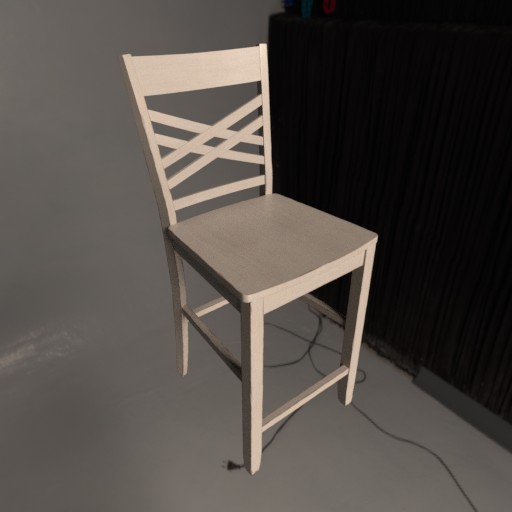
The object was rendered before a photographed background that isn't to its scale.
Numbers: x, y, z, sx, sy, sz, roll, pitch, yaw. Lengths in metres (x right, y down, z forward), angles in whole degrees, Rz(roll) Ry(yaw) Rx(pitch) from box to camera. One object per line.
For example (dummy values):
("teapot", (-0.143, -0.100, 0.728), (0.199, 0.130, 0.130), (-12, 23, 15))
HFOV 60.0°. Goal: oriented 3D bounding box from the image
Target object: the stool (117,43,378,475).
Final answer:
("stool", (0.000, 0.000, 1.307), (0.462, 1.079, 0.539), (-22, 37, -32))
